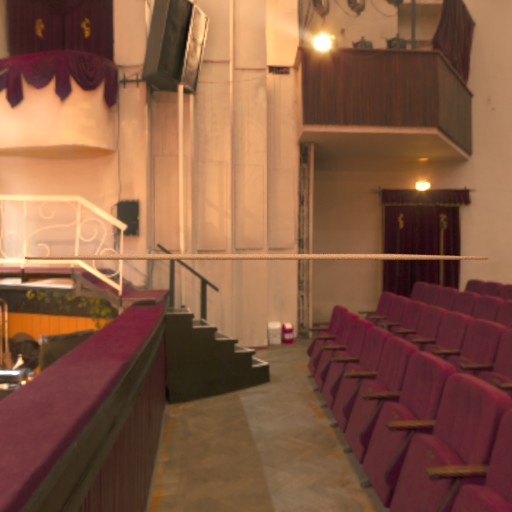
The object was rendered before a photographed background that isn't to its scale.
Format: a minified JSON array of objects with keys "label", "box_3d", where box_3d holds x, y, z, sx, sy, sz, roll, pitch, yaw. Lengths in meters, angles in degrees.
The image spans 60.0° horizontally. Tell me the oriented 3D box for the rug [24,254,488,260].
[{"label":"rug","box_3d":[0.000,0.000,2.896,2.244,0.017,1.532,0,1,-1]}]
